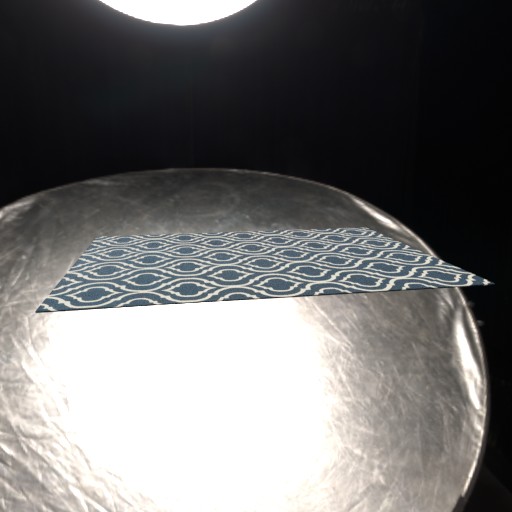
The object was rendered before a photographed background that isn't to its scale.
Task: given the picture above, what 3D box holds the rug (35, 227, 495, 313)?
[{"bbox_3d":[0.000,0.000,4.318,3.353,0.010,2.438,-3,14,-10],"label":"rug"}]
